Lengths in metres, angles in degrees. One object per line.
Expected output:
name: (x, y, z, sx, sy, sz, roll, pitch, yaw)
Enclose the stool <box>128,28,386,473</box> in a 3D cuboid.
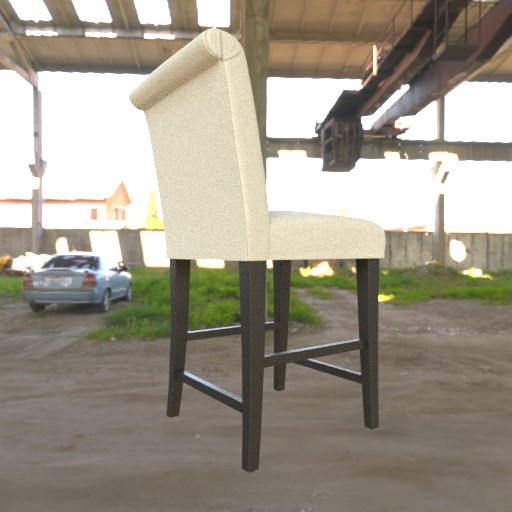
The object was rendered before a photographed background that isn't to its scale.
stool: (0.000, 0.000, 1.271, 0.597, 0.976, 0.452, 0, 1, -36)
